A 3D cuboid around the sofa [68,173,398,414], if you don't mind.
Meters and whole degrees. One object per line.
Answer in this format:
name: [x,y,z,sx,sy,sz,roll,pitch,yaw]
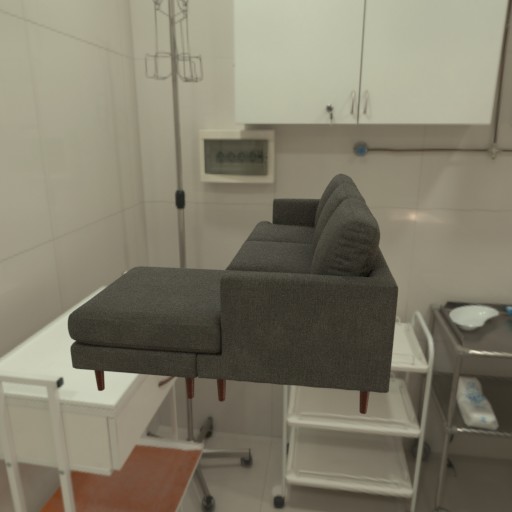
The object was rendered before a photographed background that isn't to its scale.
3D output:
sofa: [0.000,0.000,3.025,1.504,0.956,2.233,2,16,8]
